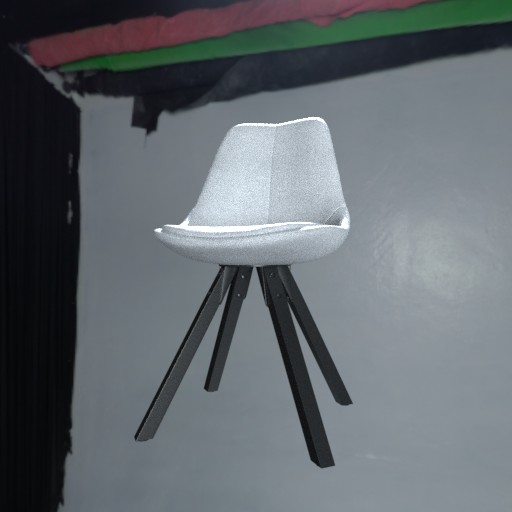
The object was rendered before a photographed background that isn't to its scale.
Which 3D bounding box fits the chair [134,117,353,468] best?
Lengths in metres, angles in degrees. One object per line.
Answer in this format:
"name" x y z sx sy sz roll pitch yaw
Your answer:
"chair" 0.000 0.000 1.171 0.485 0.850 0.550 0 0 17
